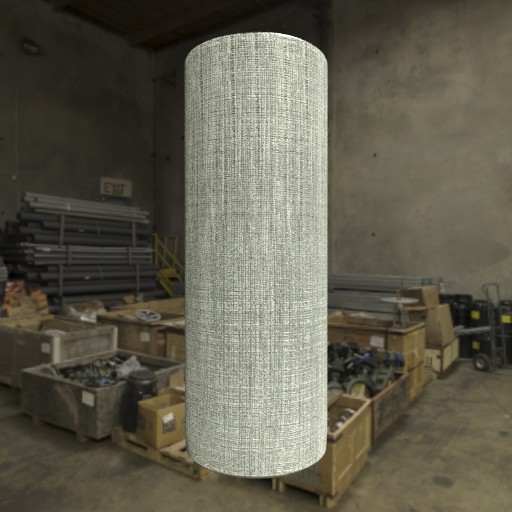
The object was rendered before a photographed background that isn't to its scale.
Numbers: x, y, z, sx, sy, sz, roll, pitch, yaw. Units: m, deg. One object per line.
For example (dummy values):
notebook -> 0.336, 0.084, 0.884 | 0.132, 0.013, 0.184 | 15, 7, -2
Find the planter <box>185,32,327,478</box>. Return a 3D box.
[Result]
planter -> 0.000, 0.000, 0.315 | 0.100, 0.270, 0.100 | 0, 0, 36
